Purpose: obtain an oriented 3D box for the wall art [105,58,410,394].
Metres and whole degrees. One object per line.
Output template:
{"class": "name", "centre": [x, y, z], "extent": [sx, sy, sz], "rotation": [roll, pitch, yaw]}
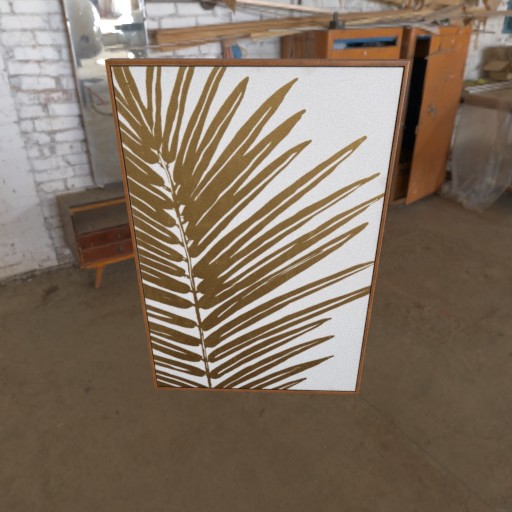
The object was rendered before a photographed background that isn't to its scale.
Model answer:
{"class": "wall art", "centre": [0.000, 0.000, 1.123], "extent": [0.610, 0.914, 0.037], "rotation": [1, 29, 2]}
